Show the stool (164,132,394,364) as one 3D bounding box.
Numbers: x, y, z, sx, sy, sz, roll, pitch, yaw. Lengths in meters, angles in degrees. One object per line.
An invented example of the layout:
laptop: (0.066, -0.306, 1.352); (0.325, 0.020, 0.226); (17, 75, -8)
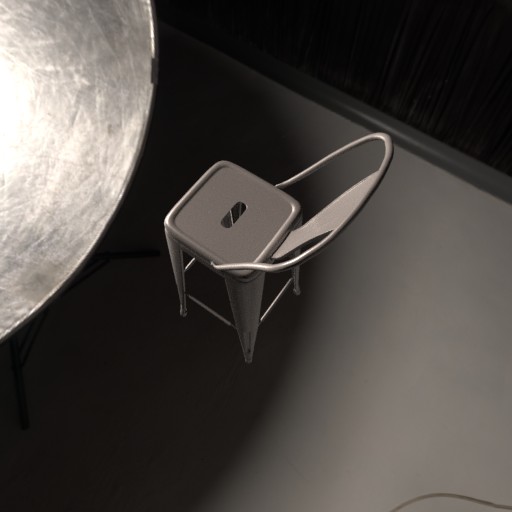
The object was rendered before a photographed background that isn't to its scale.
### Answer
stool: (0.000, 0.000, 1.363); (0.513, 1.096, 0.399); (32, 68, 15)
